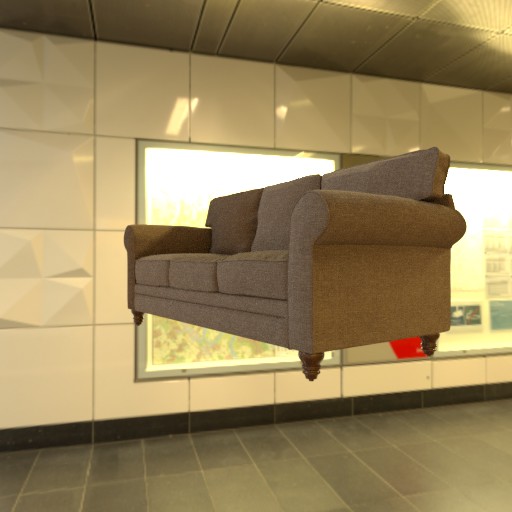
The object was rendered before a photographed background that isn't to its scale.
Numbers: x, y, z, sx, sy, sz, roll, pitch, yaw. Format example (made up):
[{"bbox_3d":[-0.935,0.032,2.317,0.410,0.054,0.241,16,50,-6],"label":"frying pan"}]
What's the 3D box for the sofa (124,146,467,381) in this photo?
[{"bbox_3d":[0.000,0.000,2.599,0.916,0.961,2.084,1,-1,-36],"label":"sofa"}]
